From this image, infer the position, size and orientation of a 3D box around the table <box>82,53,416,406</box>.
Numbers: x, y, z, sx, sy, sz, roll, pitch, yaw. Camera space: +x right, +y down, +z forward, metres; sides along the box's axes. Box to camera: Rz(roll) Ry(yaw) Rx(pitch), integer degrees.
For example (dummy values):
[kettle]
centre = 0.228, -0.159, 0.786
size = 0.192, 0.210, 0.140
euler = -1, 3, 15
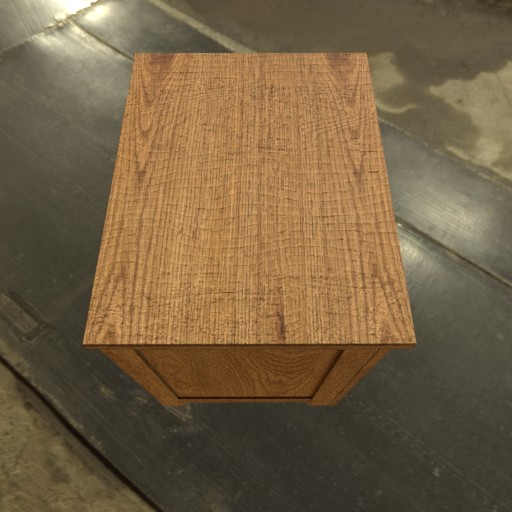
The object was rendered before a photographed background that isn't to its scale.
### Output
[table]
centre = 0.000, 0.000, 1.033
size = 0.494, 0.625, 0.601
euler = 0, 63, 0
